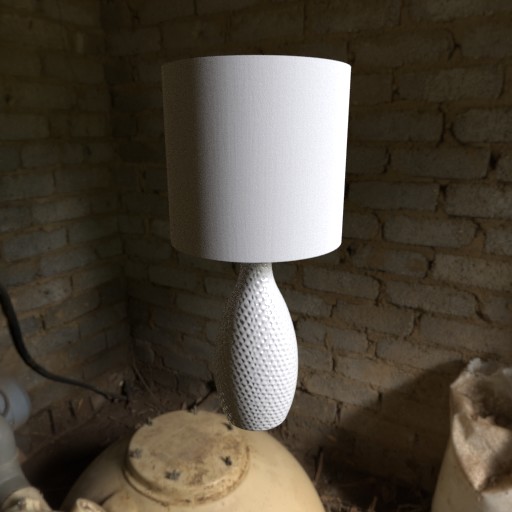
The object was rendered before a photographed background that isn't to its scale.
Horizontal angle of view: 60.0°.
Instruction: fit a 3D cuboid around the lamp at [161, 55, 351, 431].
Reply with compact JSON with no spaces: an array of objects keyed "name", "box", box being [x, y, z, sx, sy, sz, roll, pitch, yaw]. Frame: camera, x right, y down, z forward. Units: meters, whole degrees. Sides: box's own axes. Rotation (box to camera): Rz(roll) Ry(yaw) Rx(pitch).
[{"name":"lamp","box":[0.000,0.000,0.575,0.214,0.466,0.214,-2,16,-8]}]
